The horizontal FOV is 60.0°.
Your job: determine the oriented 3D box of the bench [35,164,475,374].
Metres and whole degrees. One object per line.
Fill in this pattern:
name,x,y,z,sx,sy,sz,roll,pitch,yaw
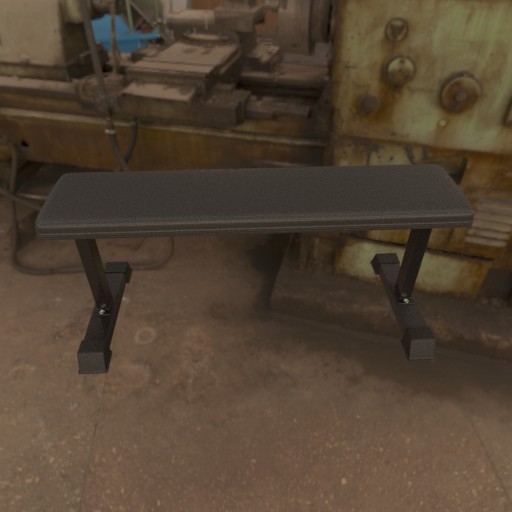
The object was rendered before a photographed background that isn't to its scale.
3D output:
bench,0.000,0.000,1.281,1.072,0.453,0.439,-2,40,-2
